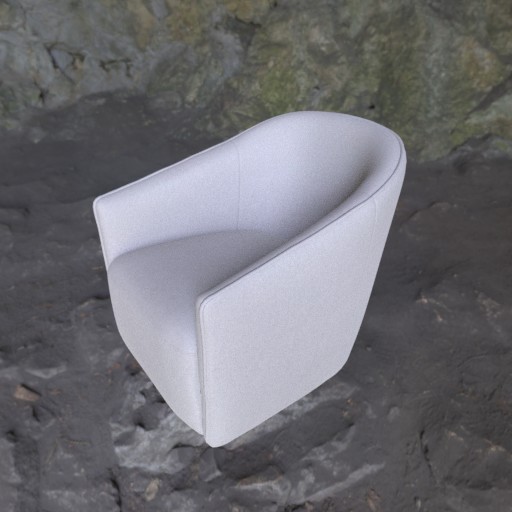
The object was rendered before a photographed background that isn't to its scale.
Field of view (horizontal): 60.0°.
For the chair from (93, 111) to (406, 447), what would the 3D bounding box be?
[{"bbox_3d":[0.000,0.000,1.477,0.875,0.799,0.747,-20,36,-31],"label":"chair"}]
